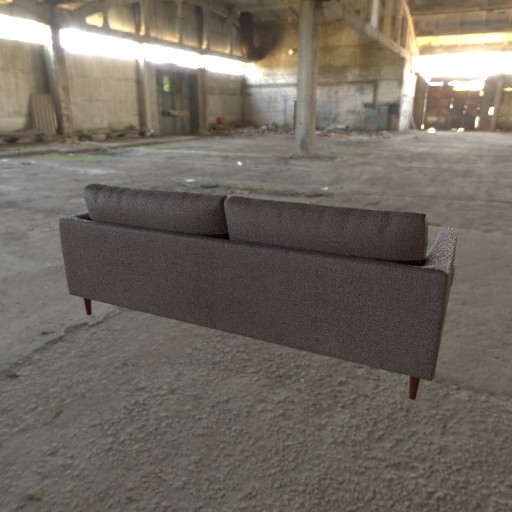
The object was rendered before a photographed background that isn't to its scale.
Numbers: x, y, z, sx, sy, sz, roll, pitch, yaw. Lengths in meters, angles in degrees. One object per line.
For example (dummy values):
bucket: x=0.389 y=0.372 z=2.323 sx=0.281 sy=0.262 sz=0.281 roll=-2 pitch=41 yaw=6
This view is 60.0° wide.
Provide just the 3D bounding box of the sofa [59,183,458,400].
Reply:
sofa: x=0.000 y=0.000 z=2.757 sx=2.250 sy=0.868 sz=1.020 roll=9 pitch=20 yaw=25
